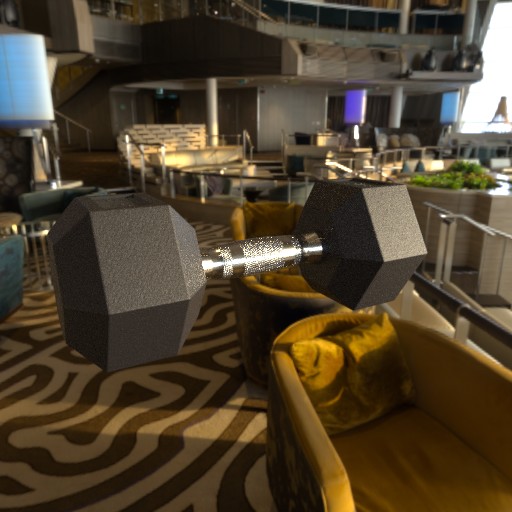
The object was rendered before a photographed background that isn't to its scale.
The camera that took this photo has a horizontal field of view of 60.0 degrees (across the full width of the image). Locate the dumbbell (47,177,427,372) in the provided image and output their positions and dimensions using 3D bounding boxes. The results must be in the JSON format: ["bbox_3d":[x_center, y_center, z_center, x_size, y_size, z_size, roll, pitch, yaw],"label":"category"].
[{"bbox_3d":[0.000,0.000,0.379,0.315,0.113,0.129,-9,19,-27],"label":"dumbbell"}]
